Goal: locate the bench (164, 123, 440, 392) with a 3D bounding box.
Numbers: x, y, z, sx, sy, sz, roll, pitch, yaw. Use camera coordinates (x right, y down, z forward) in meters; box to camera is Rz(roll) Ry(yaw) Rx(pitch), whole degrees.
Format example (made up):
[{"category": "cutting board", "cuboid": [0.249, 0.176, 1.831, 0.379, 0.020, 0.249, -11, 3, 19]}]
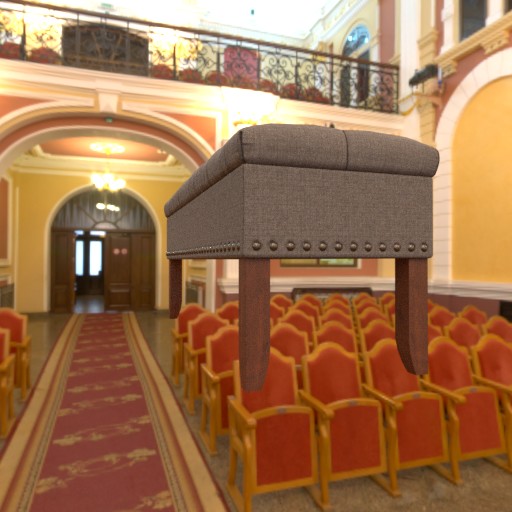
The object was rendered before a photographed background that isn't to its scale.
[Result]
[{"category": "bench", "cuboid": [0.000, 0.000, 1.290, 0.417, 0.470, 1.052, 0, -1, -18]}]
